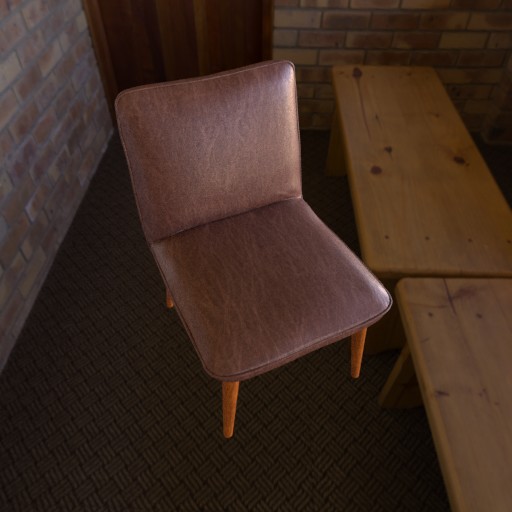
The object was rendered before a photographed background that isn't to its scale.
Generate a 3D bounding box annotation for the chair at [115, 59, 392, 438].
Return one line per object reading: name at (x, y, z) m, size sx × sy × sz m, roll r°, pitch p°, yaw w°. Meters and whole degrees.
chair at (0.000, 0.000, 1.225) m, size 0.543 × 0.803 × 0.645 m, roll -23°, pitch 50°, yaw -21°
